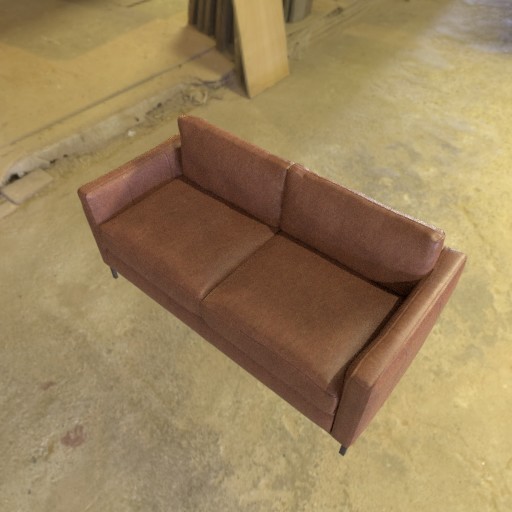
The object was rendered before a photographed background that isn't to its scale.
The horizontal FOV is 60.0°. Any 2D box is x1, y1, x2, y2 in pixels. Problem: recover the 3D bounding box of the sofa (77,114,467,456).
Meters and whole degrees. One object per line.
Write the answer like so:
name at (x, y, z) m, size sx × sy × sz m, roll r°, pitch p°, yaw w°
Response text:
sofa at (0.000, 0.000, 2.308) m, size 1.797 × 0.883 × 0.899 m, roll 31°, pitch 54°, yaw 26°
